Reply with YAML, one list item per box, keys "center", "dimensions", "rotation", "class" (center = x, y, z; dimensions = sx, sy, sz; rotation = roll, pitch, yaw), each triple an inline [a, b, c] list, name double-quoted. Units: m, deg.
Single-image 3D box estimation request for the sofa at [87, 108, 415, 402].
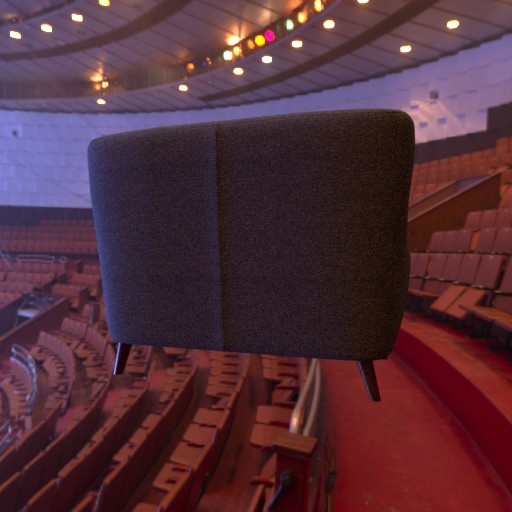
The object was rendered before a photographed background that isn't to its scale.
- center: [0.000, 0.000, 2.025]
  dimensions: [1.358, 1.028, 0.874]
  rotation: [0, 0, 19]
  class: "sofa"
